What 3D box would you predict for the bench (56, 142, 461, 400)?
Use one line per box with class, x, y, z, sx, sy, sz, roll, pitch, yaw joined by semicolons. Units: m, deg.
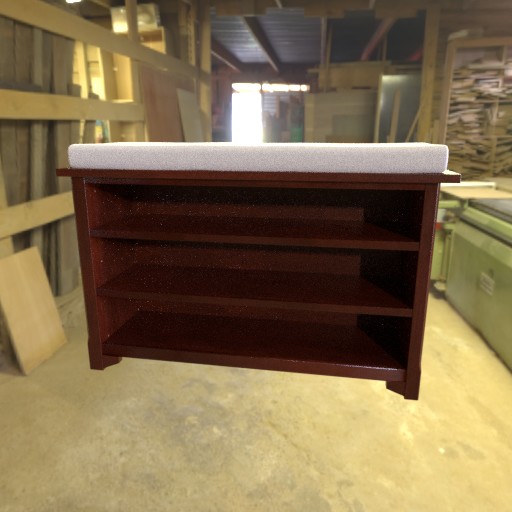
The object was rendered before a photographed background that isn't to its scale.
bench;0.000;0.000;1.306;0.987;0.646;0.369;3;15;10
